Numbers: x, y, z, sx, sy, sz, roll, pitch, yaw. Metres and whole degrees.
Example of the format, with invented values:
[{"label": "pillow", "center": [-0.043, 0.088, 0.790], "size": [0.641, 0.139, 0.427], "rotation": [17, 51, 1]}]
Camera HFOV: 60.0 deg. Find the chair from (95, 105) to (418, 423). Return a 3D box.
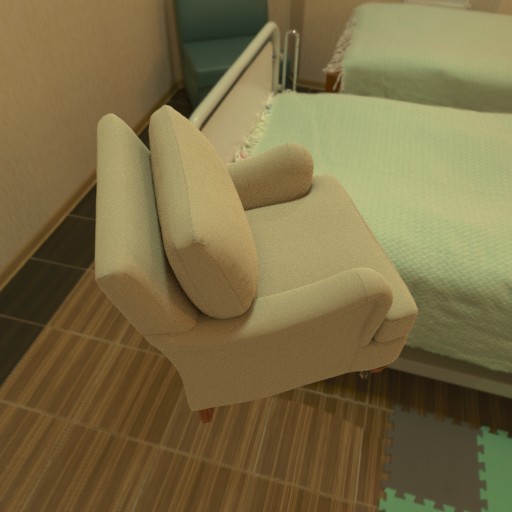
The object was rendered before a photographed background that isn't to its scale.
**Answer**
[{"label": "chair", "center": [0.000, 0.000, 1.843], "size": [1.070, 1.038, 0.955], "rotation": [-10, 46, -10]}]
